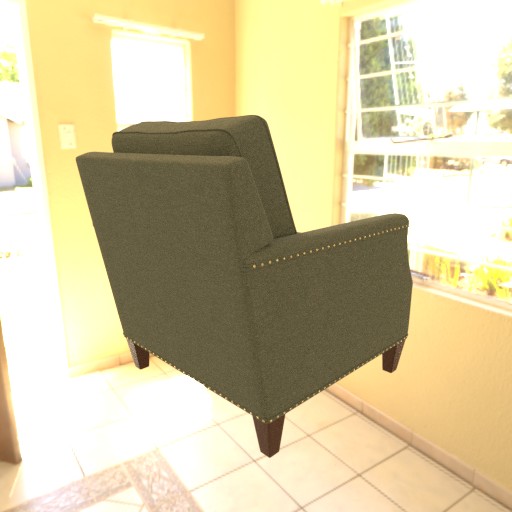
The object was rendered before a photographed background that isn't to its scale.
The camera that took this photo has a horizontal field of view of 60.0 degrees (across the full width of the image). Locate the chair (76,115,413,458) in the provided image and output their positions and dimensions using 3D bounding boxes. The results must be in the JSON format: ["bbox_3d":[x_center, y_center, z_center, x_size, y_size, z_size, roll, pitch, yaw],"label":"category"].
[{"bbox_3d":[0.000,0.000,1.773,1.031,1.031,0.885,-14,20,-43],"label":"chair"}]
